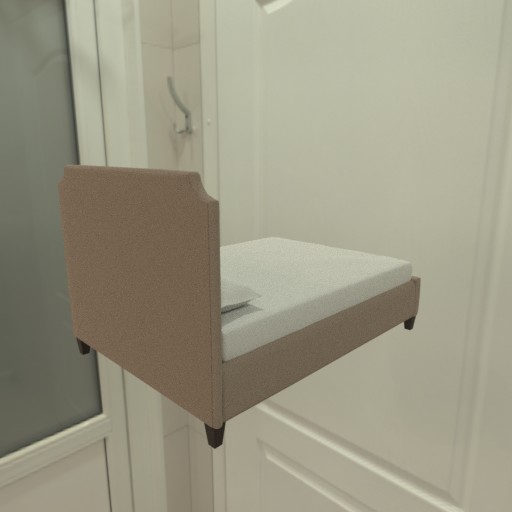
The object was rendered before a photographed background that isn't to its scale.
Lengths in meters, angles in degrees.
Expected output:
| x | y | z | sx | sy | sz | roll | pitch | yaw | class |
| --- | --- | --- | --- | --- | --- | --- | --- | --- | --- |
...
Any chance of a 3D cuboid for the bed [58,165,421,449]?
| x | y | z | sx | sy | sz | roll | pitch | yaw | class |
| --- | --- | --- | --- | --- | --- | --- | --- | --- | --- |
| 0.000 | 0.000 | 3.513 | 1.713 | 1.443 | 2.372 | 13 | 19 | 43 | bed |
